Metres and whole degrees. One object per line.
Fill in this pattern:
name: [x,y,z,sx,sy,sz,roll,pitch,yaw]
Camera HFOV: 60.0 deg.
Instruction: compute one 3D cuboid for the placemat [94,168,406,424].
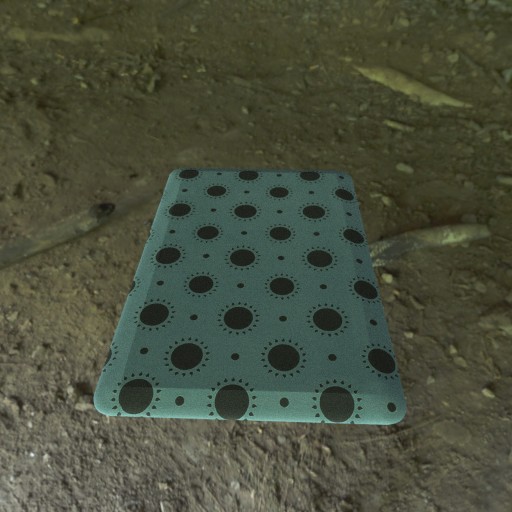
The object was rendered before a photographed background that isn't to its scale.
placemat: [0.000,0.000,0.975,0.508,0.021,0.762,1,41,1]
